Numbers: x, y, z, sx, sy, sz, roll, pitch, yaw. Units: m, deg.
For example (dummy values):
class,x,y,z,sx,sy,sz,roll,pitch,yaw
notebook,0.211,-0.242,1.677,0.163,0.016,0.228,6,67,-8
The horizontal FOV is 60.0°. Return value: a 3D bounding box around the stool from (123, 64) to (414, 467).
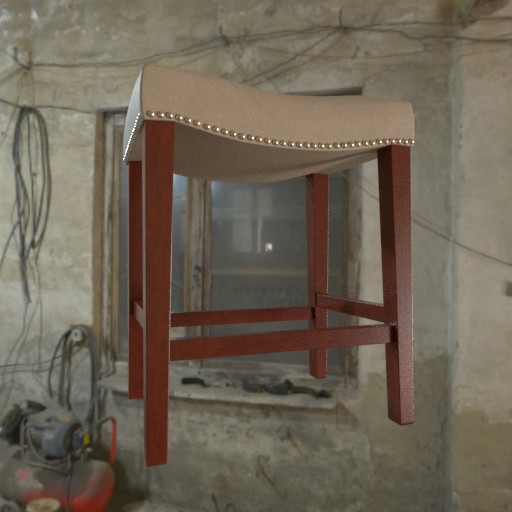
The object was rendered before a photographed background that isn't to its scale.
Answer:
class,x,y,z,sx,sy,sz,roll,pitch,yaw
stool,0.000,0.000,0.917,0.509,0.632,0.375,0,0,-20
